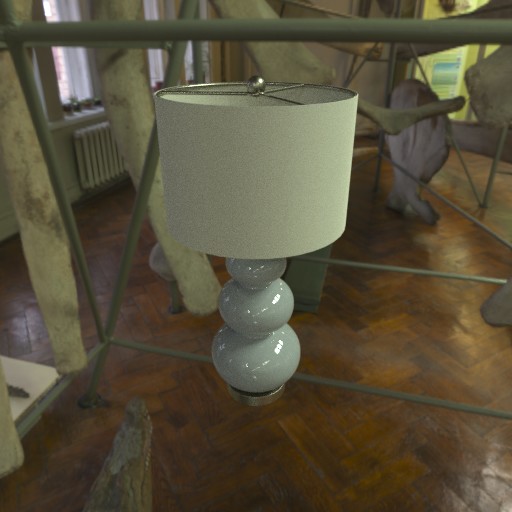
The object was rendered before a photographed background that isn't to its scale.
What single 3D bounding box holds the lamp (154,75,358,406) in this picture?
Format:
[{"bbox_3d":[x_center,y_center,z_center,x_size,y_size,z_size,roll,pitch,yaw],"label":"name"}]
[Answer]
[{"bbox_3d":[0.000,0.000,0.965,0.367,0.730,0.367,8,28,15],"label":"lamp"}]
